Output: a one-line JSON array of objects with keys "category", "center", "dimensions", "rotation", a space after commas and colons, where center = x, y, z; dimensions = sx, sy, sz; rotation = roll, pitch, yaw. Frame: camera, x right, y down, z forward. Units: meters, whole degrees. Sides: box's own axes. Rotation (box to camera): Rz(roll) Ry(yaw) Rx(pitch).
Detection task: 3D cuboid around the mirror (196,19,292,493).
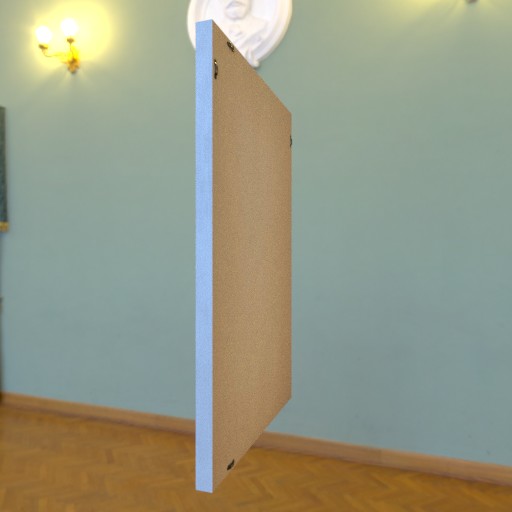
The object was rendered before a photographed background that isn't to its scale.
[{"category": "mirror", "center": [0.000, 0.000, 1.148], "dimensions": [0.041, 0.915, 0.609], "rotation": [0, 0, 19]}]
